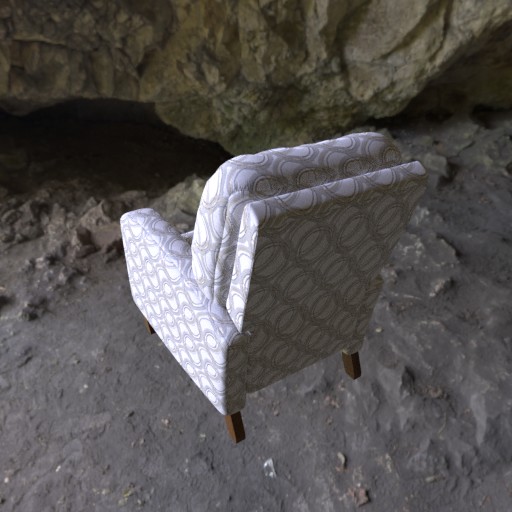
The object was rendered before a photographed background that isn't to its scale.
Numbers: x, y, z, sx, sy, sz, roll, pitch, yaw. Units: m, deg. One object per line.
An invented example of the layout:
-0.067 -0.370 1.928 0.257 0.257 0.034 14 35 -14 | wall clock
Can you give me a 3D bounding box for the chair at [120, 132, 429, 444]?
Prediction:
0.000 0.000 1.782 0.796 1.065 0.995 -18 34 -28 | chair
